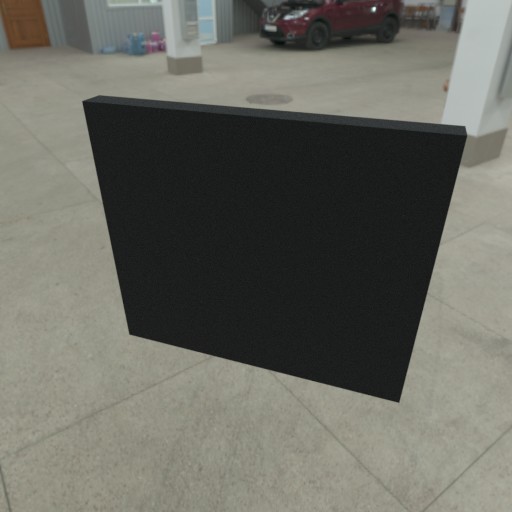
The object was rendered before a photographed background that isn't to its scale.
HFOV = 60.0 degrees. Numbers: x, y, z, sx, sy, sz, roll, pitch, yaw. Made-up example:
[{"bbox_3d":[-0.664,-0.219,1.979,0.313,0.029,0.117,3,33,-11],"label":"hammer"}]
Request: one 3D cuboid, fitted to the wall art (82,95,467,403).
[{"bbox_3d":[0.000,0.000,0.519,0.381,0.330,0.031,10,33,16],"label":"wall art"}]
